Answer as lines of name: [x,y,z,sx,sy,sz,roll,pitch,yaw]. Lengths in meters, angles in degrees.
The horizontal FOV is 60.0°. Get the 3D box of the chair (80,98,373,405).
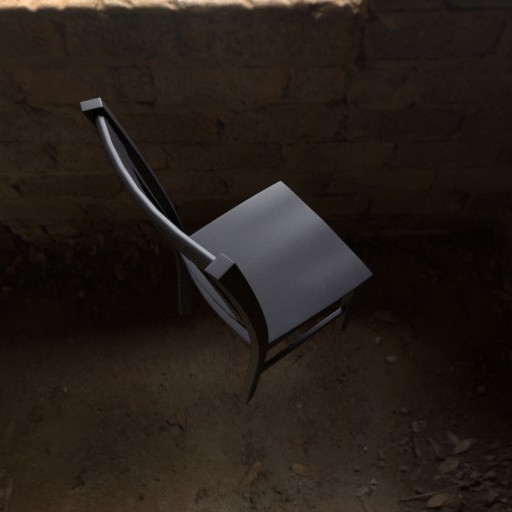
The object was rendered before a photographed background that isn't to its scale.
chair: [0.000,0.000,1.254,0.542,0.983,0.485,-32,64,-18]
